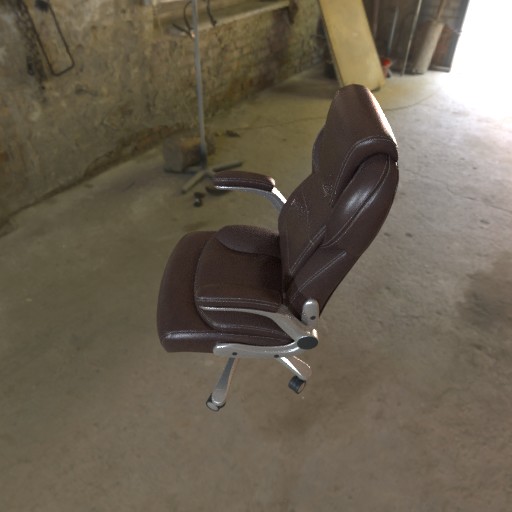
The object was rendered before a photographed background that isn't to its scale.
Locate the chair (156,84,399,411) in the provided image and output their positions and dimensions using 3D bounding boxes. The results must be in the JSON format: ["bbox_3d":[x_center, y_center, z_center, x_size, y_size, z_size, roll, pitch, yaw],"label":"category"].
[{"bbox_3d":[0.000,0.000,1.652,0.774,1.160,0.733,0,41,0],"label":"chair"}]
